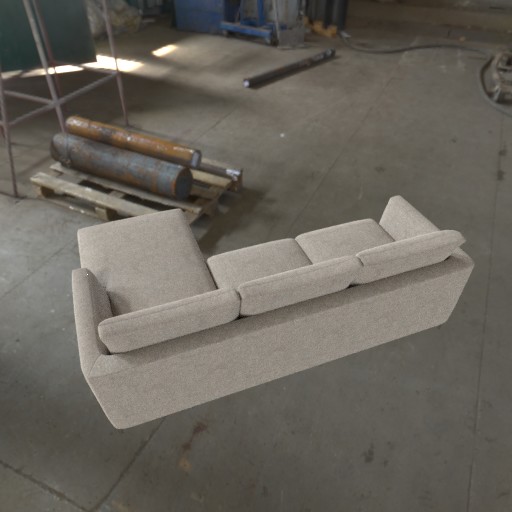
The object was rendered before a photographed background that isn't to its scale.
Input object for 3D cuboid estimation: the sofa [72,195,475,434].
[{"bbox_3d":[0.000,0.000,3.178,2.438,0.864,1.626,-14,43,-16],"label":"sofa"}]
